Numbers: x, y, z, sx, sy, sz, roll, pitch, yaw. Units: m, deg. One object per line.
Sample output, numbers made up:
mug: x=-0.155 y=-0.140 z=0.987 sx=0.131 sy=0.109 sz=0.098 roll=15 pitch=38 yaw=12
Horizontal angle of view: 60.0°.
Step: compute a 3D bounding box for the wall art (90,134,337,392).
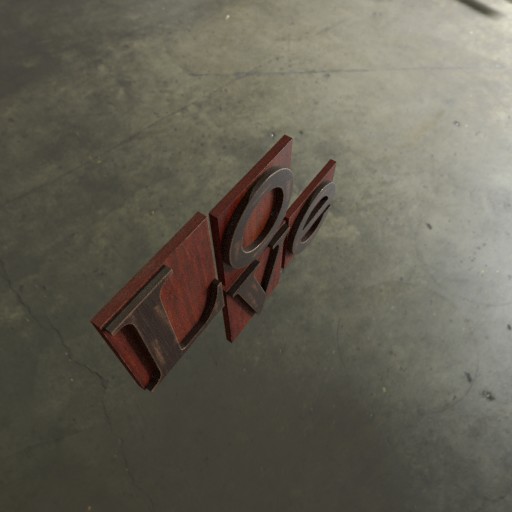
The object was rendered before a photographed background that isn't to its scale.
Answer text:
wall art: x=0.000 y=0.000 z=0.864 sx=0.030 sy=0.497 sz=0.635 roll=31 pitch=62 yaw=18
